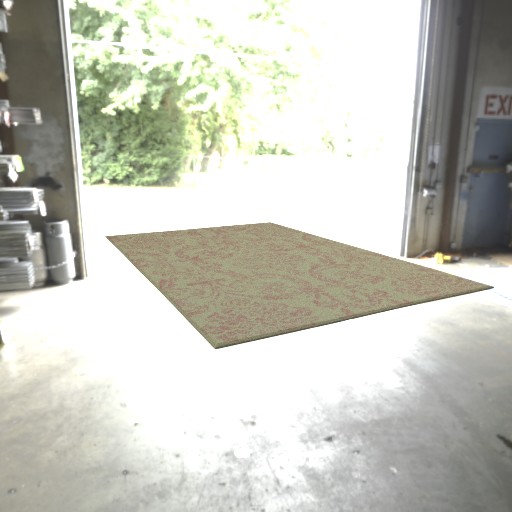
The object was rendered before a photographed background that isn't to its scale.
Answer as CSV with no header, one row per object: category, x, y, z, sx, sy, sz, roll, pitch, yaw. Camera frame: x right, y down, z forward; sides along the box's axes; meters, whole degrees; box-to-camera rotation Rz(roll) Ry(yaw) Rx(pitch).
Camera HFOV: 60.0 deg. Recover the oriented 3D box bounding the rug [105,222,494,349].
rug,0.000,0.000,2.306,1.219,0.012,1.839,-7,15,-27
